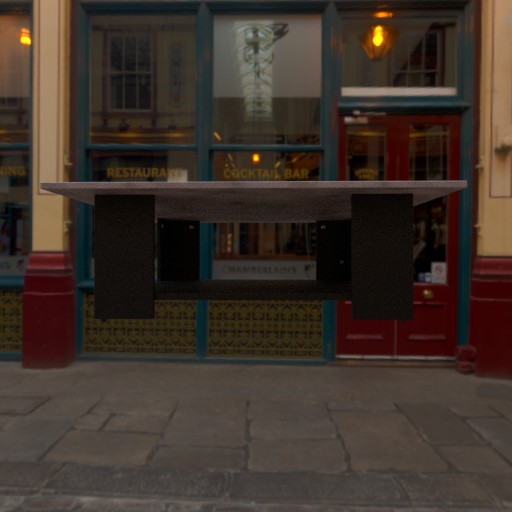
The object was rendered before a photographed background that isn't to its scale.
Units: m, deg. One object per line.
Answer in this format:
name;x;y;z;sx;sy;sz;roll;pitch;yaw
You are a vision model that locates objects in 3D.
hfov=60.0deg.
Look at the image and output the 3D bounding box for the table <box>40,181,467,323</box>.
table;0.000;0.000;1.367;0.890;0.305;0.890;0;0;1
